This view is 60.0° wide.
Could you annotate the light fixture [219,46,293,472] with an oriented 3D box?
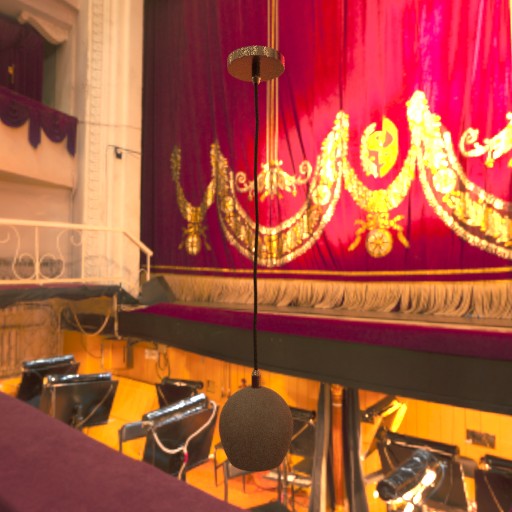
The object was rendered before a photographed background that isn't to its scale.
[{"bbox_3d":[0.000,0.000,0.846,0.139,0.764,0.139,-2,-3,38],"label":"light fixture"}]
